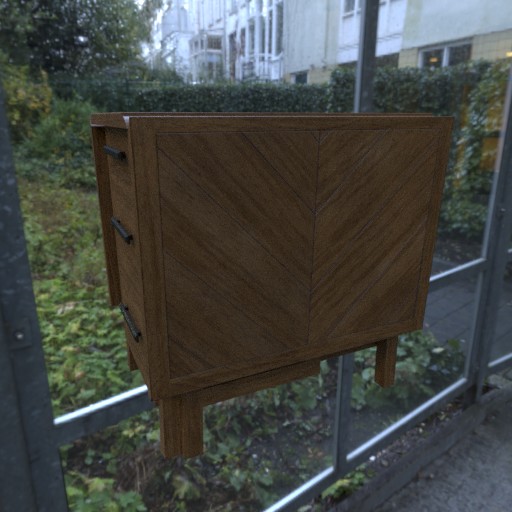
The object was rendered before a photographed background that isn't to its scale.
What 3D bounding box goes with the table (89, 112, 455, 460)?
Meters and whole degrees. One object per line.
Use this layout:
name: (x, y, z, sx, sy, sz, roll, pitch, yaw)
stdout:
table: (0.000, 0.000, 1.246, 0.746, 0.763, 0.591, -8, 19, -25)
